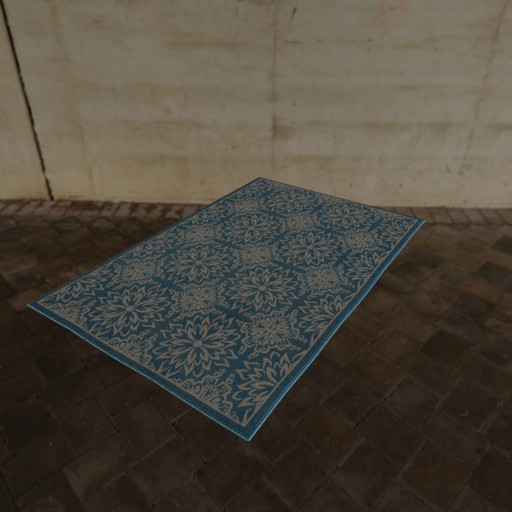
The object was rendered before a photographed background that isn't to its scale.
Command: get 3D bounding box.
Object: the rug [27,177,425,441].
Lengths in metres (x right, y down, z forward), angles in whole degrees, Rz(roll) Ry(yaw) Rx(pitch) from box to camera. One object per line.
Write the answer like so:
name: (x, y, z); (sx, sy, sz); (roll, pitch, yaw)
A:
rug: (0.000, 0.000, 2.318); (1.211, 0.012, 1.833); (20, 37, 29)
